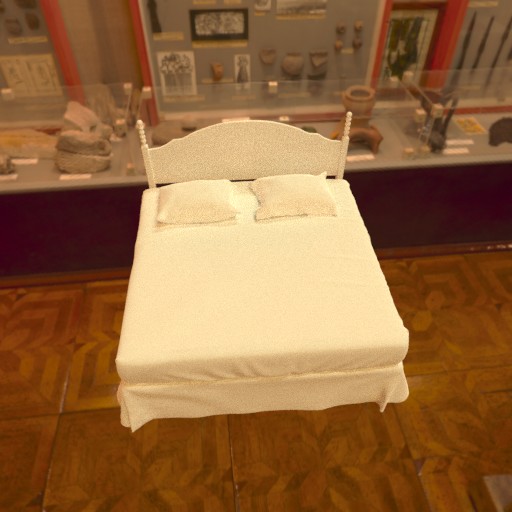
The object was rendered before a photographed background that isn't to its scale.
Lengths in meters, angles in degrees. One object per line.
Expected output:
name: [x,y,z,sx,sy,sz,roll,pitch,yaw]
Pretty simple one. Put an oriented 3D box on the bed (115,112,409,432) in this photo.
bed: [0.000,0.000,3.633,2.322,1.355,2.219,-3,45,-3]
